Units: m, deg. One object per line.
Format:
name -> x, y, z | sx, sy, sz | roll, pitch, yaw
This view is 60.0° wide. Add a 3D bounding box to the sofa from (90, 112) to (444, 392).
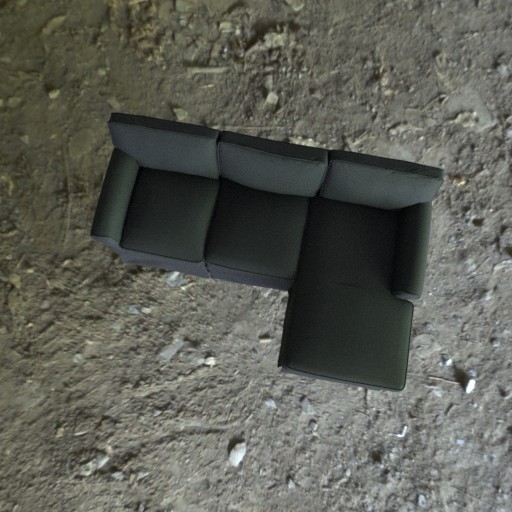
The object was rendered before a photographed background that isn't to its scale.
sofa -> 0.000, 0.000, 3.395 | 2.518, 1.039, 1.637 | 10, 76, 3
